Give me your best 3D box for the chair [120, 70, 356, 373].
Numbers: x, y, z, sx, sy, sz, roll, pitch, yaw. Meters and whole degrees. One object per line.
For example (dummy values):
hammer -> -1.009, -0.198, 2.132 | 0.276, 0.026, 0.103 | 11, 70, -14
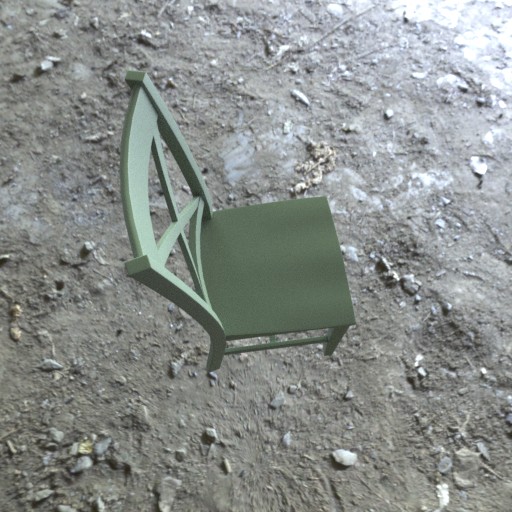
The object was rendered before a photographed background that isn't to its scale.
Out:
chair -> 0.000, 0.000, 1.307 | 0.542, 0.983, 0.485 | -7, 65, -3
